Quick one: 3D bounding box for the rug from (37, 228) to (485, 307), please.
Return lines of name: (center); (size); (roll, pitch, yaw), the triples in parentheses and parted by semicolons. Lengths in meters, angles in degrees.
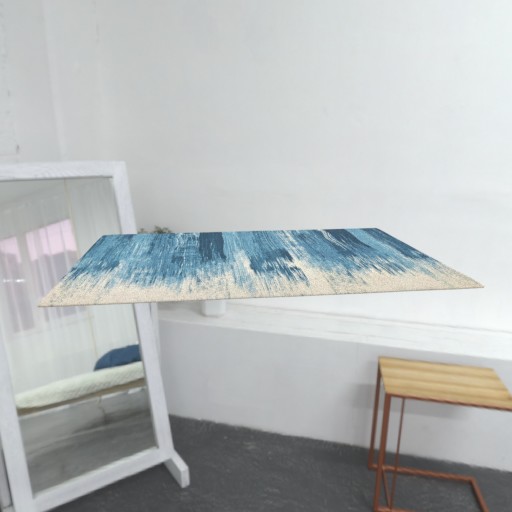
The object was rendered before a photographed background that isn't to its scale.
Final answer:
rug: (0.000, 0.000, 2.369); (1.836, 0.009, 1.232); (-2, 16, -7)
